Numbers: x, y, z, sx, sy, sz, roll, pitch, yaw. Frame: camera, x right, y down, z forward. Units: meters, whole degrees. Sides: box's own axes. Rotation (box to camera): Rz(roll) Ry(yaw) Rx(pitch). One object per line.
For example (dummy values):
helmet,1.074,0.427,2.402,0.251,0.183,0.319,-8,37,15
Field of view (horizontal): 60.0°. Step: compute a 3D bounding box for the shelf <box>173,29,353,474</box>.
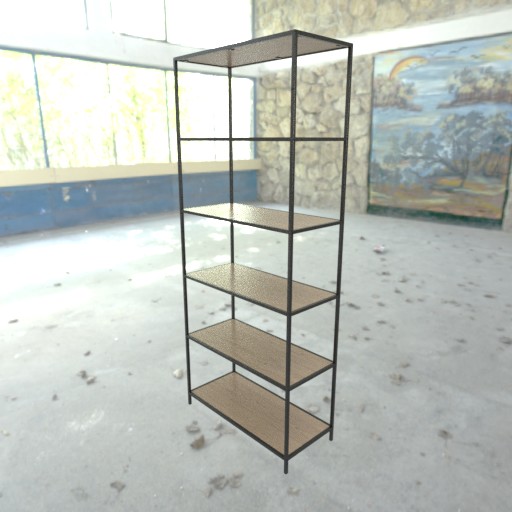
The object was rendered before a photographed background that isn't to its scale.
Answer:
shelf,0.000,0.000,2.171,0.350,1.850,0.770,-14,20,-42
